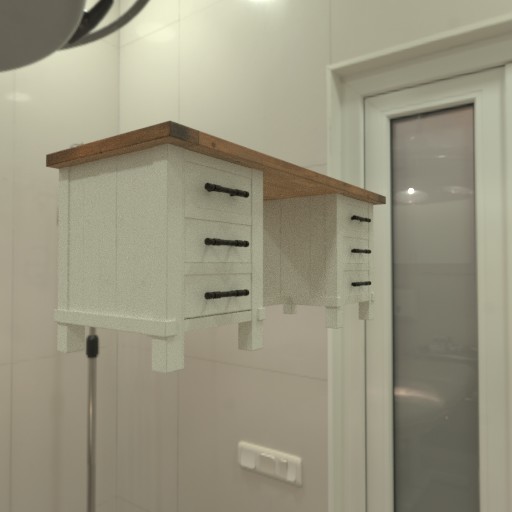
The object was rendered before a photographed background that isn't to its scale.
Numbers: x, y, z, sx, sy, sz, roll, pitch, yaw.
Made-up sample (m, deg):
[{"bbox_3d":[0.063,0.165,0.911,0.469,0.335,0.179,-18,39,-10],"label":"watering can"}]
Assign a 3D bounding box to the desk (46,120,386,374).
[{"bbox_3d":[0.000,0.000,2.228,0.688,0.760,1.803,-1,-1,36],"label":"desk"}]
